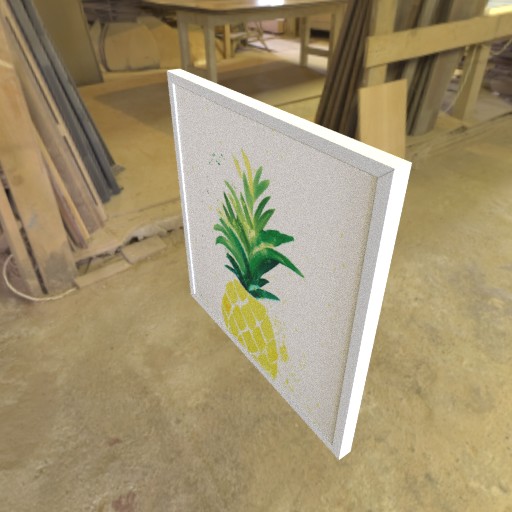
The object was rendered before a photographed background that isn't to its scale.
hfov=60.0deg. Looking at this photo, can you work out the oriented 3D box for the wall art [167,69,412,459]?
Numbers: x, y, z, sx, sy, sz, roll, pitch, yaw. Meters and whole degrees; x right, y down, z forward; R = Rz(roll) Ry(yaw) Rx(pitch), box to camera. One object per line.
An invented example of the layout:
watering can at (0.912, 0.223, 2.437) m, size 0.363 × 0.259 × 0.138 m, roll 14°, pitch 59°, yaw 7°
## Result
wall art at (0.000, 0.000, 1.130) m, size 0.038 × 0.761 × 0.763 m, roll -22°, pitch 40°, yaw -28°
